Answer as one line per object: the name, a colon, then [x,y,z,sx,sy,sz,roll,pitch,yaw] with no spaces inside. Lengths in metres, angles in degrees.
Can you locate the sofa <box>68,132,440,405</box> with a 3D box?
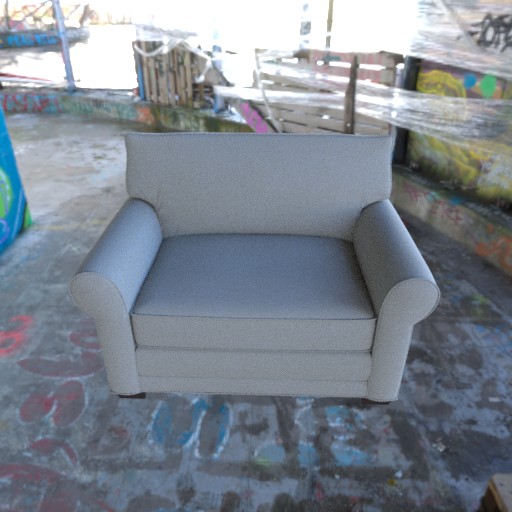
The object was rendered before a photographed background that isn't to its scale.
sofa: [0.000,0.000,2.097,1.405,1.006,0.937,1,30,2]
